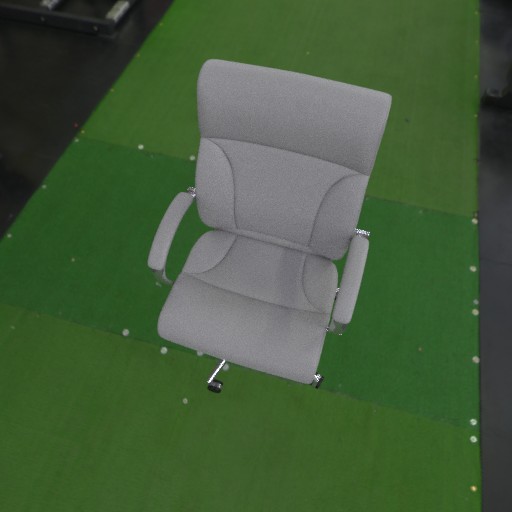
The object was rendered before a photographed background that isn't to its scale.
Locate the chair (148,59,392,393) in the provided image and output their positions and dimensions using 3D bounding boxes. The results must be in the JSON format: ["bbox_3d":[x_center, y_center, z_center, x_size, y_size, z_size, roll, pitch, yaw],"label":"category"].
[{"bbox_3d":[0.000,0.000,1.586,0.727,1.099,0.745,15,59,10],"label":"chair"}]
